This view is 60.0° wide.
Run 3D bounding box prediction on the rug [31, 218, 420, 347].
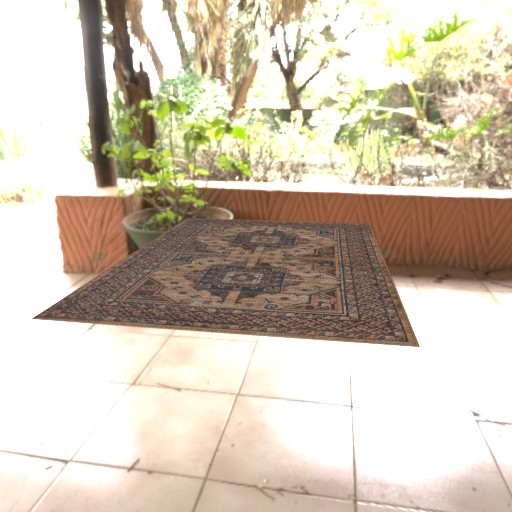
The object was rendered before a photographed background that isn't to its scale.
[{"bbox_3d":[0.000,0.000,2.846,1.611,0.008,2.227,3,16,9],"label":"rug"}]
